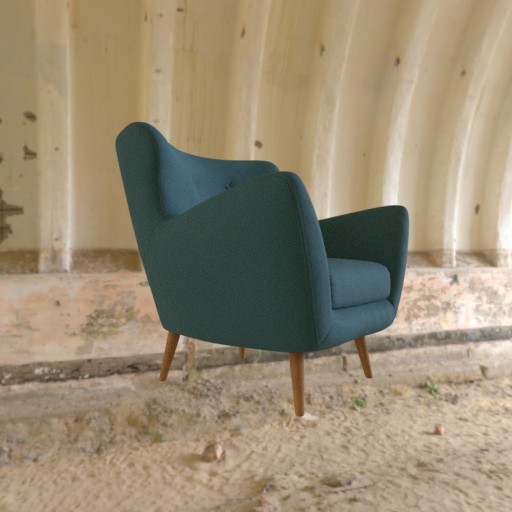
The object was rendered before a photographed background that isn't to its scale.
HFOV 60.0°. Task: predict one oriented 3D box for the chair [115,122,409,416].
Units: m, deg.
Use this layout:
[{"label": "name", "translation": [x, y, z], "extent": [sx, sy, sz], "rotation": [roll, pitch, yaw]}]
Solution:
[{"label": "chair", "translation": [0.000, 0.000, 1.627], "extent": [0.889, 0.889, 0.890], "rotation": [-1, -1, 37]}]
